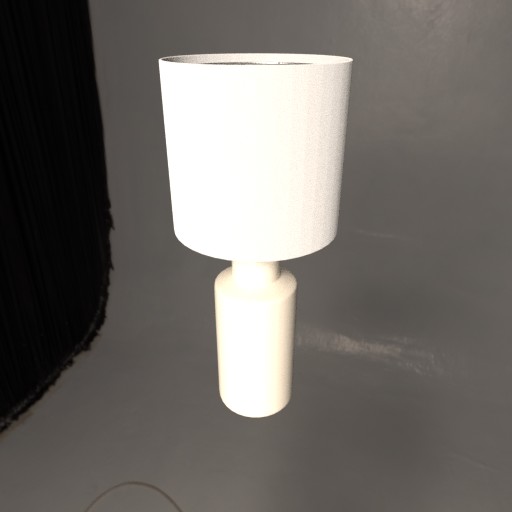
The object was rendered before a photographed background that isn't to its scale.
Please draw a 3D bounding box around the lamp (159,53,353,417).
[{"bbox_3d":[0.000,0.000,0.604,0.212,0.493,0.212,8,28,15],"label":"lamp"}]
